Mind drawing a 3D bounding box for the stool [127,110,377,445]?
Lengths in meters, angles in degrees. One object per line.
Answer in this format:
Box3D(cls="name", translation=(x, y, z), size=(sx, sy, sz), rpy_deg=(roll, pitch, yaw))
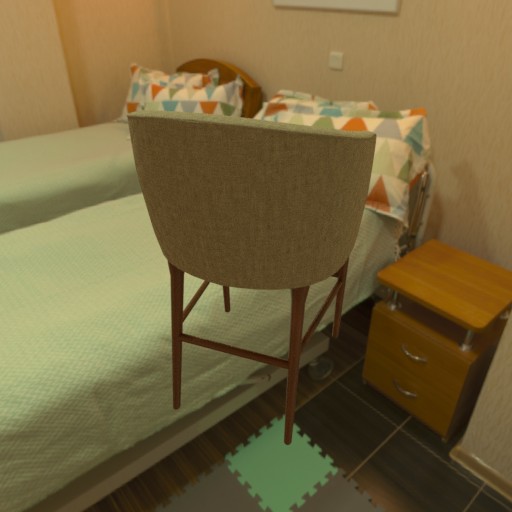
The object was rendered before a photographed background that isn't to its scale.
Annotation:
Box3D(cls="stool", translation=(0.000, 0.000, 1.318), size=(0.559, 0.952, 0.635), rpy_deg=(11, 33, 17))
